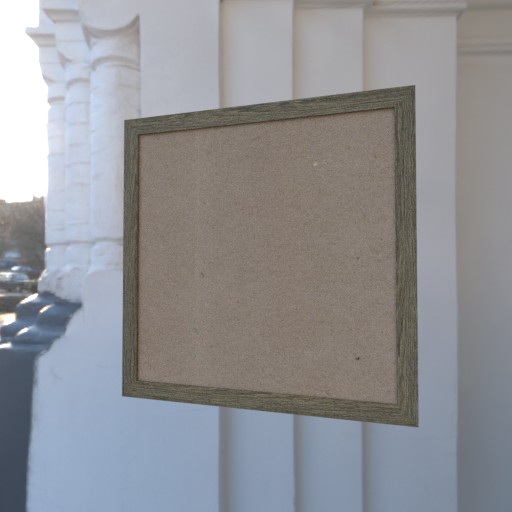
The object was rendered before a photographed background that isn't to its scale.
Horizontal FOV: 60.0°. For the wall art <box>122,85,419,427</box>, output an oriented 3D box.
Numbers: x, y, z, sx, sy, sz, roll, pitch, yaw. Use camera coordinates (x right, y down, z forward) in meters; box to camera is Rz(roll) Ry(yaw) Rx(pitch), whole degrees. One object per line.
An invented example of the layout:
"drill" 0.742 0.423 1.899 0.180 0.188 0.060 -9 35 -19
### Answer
"wall art" 0.000 0.000 0.745 0.508 0.508 0.019 -1 -2 18
